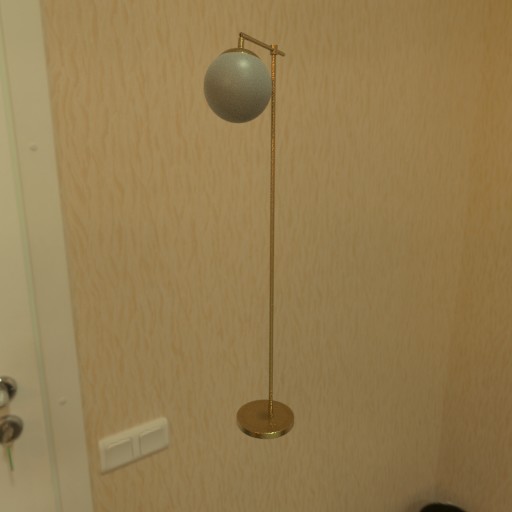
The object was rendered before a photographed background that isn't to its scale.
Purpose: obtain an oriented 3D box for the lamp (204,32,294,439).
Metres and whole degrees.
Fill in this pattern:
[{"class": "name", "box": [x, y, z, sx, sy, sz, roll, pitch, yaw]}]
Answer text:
[{"class": "lamp", "box": [0.000, 0.000, 1.656, 0.249, 1.505, 0.476, 7, 15, 25]}]
